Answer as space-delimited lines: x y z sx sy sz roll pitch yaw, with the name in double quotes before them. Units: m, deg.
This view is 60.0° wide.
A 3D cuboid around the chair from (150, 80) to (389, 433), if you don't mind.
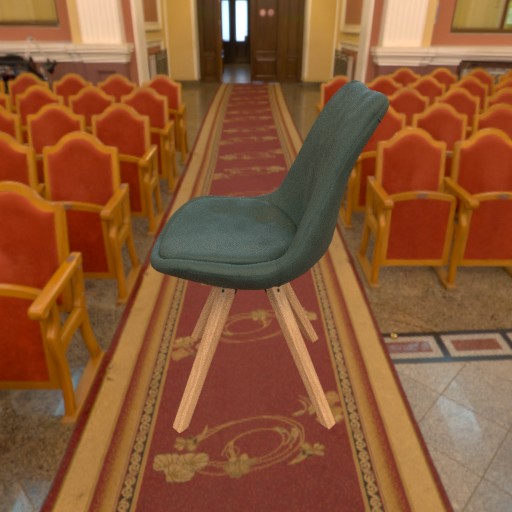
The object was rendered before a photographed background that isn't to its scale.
"chair" 0.000 0.000 1.200 0.547 0.865 0.483 0 28 0
